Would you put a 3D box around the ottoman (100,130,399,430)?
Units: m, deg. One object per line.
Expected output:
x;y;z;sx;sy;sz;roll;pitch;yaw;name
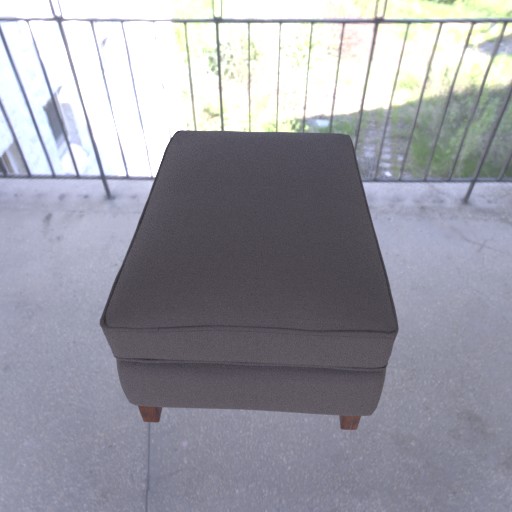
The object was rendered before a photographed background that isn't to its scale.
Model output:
0.000;0.000;1.018;0.508;0.406;0.686;2;42;2;ottoman
